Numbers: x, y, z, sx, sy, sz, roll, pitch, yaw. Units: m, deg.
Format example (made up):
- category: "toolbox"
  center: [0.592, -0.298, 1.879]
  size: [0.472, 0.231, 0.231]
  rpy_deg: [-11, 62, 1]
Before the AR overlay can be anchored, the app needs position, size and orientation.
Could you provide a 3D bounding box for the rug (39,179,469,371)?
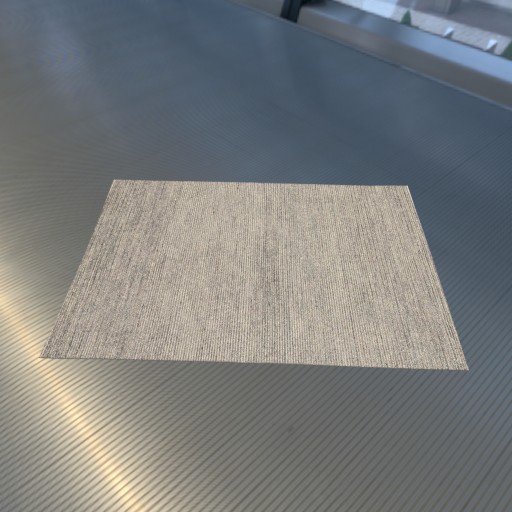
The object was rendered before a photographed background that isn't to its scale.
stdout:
- category: "rug"
  center: [0.000, 0.000, 2.909]
  size: [2.307, 0.030, 1.604]
  rpy_deg: [2, 46, 1]
